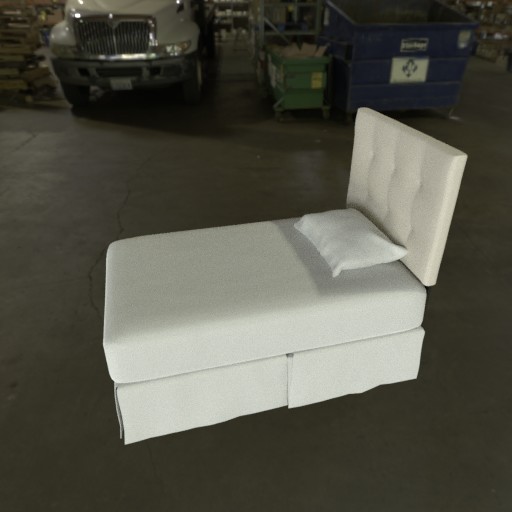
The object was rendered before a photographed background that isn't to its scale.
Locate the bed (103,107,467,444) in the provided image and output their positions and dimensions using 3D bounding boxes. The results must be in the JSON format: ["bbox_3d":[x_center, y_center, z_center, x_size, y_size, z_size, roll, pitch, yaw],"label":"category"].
[{"bbox_3d":[0.000,0.000,2.925,1.997,1.571,1.261,-8,32,-13],"label":"bed"}]
